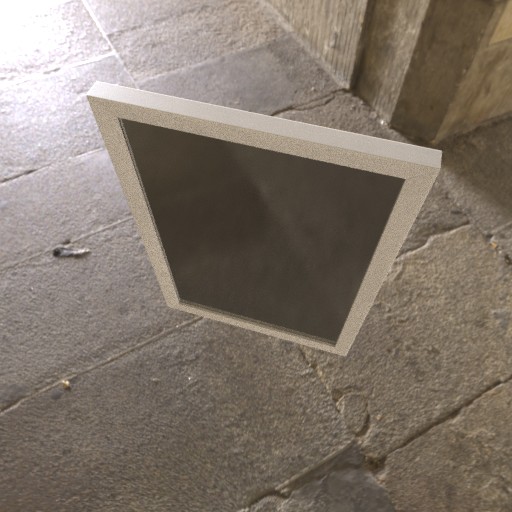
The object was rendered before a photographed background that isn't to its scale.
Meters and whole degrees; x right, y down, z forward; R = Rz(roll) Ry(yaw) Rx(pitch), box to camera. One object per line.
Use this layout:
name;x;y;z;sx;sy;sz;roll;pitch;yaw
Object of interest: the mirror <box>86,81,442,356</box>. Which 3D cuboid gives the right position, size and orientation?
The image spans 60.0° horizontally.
mirror;0.000;0.000;0.920;0.507;0.710;0.040;14;59;9
